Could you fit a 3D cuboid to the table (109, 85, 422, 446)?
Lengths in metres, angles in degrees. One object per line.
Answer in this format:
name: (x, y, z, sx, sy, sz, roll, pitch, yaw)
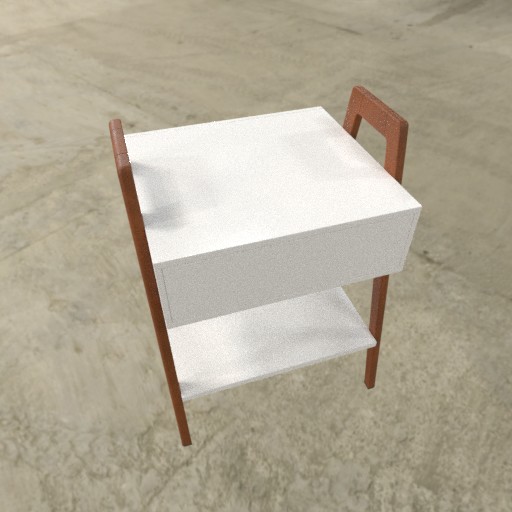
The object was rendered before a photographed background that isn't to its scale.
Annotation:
table: (0.000, 0.000, 0.919, 0.457, 0.610, 0.405, -12, 44, -13)
